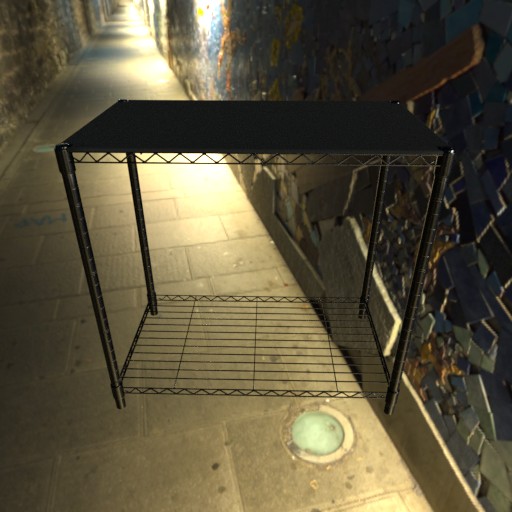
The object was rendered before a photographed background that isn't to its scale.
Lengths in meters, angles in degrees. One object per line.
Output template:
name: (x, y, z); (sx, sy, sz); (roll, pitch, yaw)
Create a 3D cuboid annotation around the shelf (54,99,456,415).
shelf: (0.000, 0.000, 0.927); (0.589, 0.564, 0.338); (1, 31, 1)
